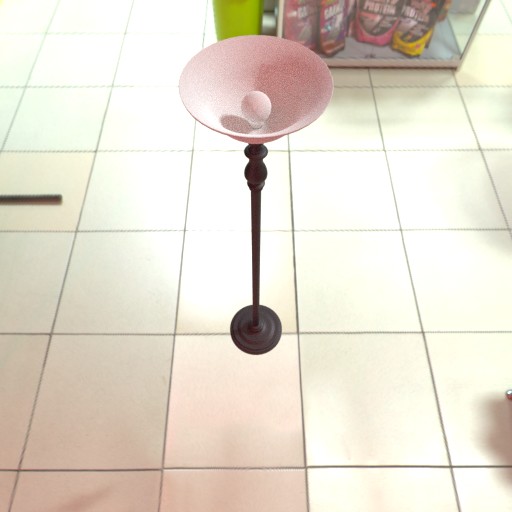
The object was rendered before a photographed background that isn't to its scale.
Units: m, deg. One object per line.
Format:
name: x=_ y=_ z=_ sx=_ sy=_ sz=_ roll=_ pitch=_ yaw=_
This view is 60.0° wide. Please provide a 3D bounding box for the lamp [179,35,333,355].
lamp: x=0.000 y=0.000 z=1.936 sx=0.405 sy=1.797 sz=0.405 roll=29 pitch=64 yaw=16
